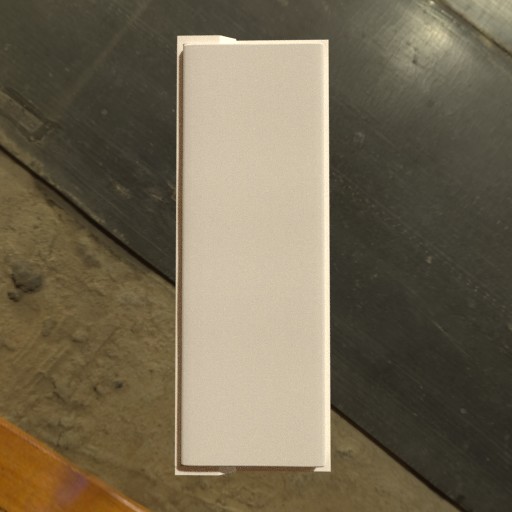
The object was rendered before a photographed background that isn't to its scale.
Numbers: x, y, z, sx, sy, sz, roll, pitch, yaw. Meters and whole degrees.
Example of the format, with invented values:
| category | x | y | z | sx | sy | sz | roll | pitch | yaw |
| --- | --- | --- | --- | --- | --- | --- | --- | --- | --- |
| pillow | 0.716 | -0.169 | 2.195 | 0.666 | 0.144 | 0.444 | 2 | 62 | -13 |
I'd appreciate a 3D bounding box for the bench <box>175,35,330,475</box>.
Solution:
| category | x | y | z | sx | sy | sz | roll | pitch | yaw |
| --- | --- | --- | --- | --- | --- | --- | --- | --- | --- |
| bench | 0.000 | 0.000 | 1.262 | 0.346 | 0.589 | 0.987 | 0 | 88 | 1 |
